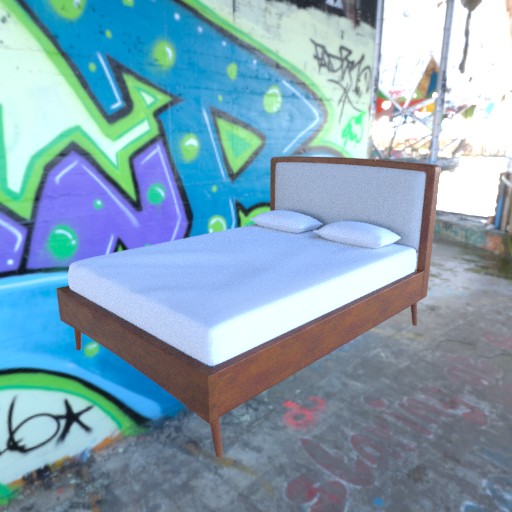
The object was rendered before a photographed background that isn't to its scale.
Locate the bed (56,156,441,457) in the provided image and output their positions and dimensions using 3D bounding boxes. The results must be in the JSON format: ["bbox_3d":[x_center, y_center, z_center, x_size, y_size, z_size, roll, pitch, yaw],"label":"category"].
[{"bbox_3d":[0.000,0.000,3.138,1.587,1.275,2.196,15,22,43],"label":"bed"}]
